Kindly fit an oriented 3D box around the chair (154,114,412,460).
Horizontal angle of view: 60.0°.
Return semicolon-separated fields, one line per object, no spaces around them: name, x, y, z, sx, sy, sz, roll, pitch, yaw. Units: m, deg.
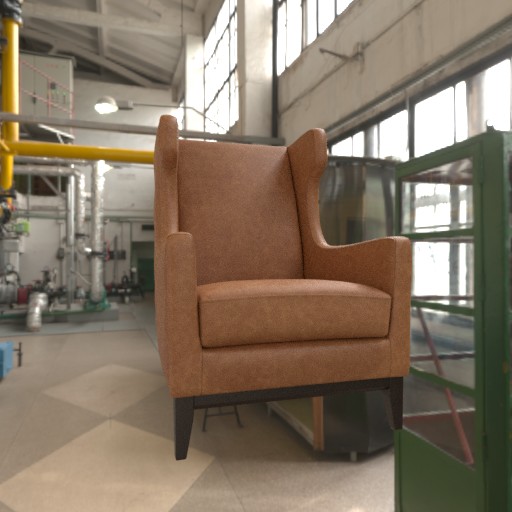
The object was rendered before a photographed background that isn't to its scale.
chair;0.000;0.000;1.666;0.766;1.079;0.899;0;0;-17
